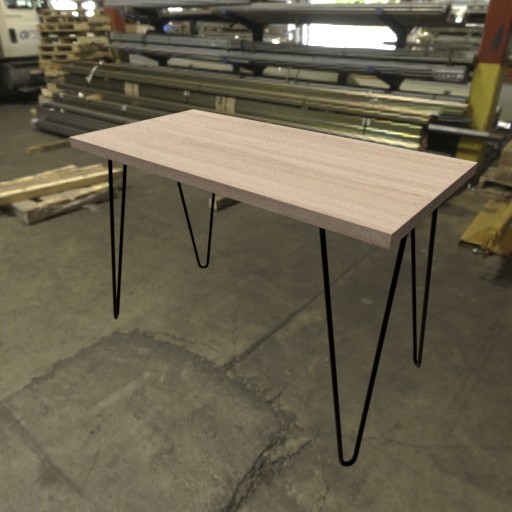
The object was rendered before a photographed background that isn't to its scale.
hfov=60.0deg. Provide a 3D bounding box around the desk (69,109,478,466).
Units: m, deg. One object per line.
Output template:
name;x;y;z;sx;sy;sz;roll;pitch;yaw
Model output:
desk;0.000;0.000;1.348;0.991;0.660;0.499;22;36;33
